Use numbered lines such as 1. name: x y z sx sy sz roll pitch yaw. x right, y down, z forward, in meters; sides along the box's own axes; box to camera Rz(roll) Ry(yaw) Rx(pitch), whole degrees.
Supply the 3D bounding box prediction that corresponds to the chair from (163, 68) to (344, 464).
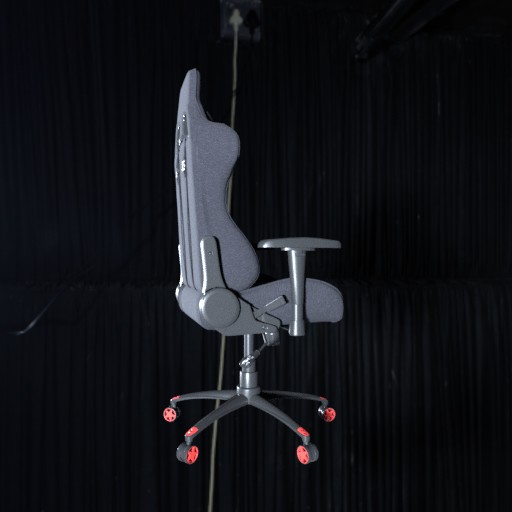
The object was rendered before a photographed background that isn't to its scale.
1. chair: 0.000 0.000 1.702 0.658 1.326 0.695 0 0 -18
